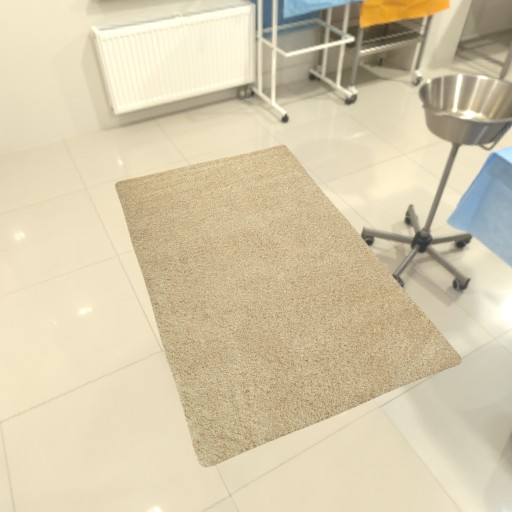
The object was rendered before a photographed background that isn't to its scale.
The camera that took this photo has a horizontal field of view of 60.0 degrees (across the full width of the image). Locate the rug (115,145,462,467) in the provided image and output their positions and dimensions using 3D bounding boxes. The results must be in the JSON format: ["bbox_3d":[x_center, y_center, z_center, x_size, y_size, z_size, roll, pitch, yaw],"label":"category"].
[{"bbox_3d":[0.000,0.000,2.981,1.500,0.025,2.349,-16,48,-15],"label":"rug"}]
